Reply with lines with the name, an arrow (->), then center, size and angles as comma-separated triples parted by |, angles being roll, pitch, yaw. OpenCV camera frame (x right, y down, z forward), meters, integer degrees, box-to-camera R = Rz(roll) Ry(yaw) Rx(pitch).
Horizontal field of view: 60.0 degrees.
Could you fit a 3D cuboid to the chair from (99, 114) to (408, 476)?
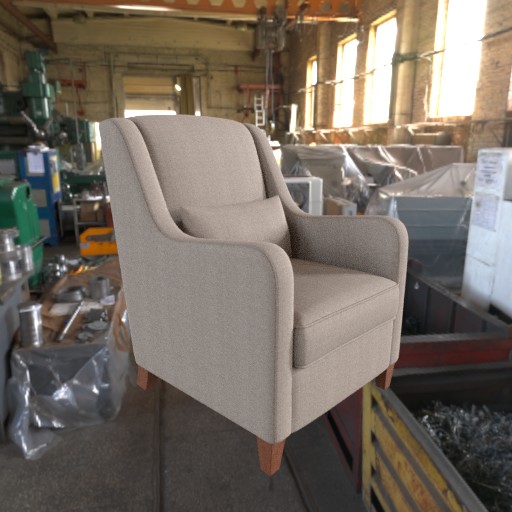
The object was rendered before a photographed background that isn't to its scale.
chair -> 0.000, 0.000, 1.620 | 0.890, 1.017, 0.715 | 14, 20, 43
